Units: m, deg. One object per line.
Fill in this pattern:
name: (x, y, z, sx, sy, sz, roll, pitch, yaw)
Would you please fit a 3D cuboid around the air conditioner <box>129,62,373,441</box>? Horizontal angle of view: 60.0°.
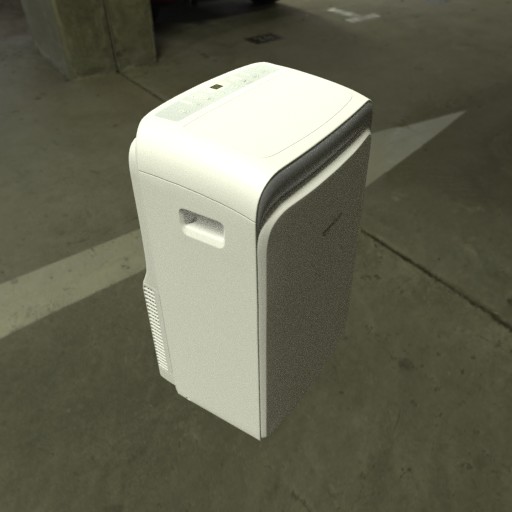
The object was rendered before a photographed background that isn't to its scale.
air conditioner: (0.000, 0.000, 0.969, 0.365, 0.700, 0.454, 24, 46, 25)
